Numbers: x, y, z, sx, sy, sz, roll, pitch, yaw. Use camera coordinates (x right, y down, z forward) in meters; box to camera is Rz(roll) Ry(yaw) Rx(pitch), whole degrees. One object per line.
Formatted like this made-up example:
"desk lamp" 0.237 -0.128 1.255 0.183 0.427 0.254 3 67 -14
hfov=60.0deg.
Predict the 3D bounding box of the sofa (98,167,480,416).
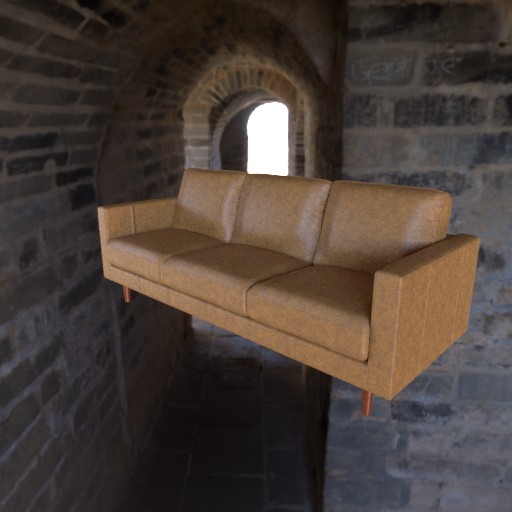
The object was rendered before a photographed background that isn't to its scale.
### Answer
"sofa" 0.000 0.000 2.687 2.231 0.930 0.903 14 21 41
